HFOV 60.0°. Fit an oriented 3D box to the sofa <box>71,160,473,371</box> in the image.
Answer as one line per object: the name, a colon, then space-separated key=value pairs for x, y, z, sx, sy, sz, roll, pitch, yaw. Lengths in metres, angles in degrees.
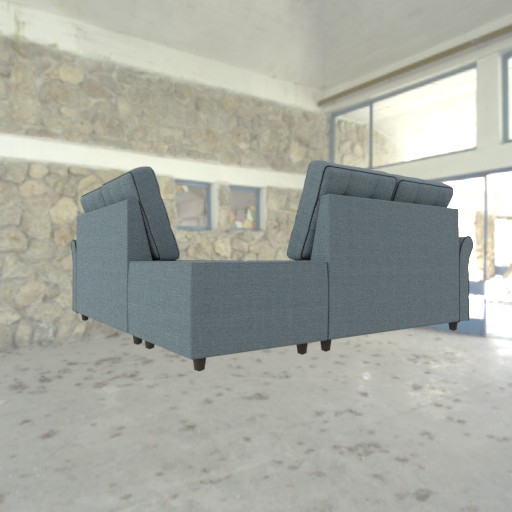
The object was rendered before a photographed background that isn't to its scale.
sofa: x=0.000 y=0.000 z=3.191 sx=2.068 sy=0.988 sz=2.070 roll=0 pitch=0 yaw=-35
